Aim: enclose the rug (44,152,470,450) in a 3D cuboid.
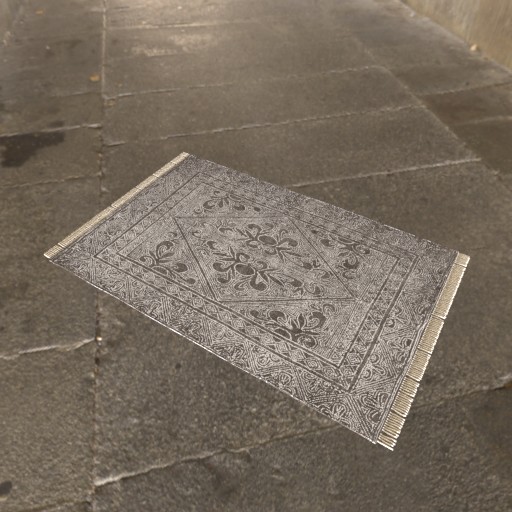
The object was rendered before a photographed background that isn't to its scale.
[{"bbox_3d":[0.000,0.000,2.970,2.440,0.010,1.529,24,50,22],"label":"rug"}]
